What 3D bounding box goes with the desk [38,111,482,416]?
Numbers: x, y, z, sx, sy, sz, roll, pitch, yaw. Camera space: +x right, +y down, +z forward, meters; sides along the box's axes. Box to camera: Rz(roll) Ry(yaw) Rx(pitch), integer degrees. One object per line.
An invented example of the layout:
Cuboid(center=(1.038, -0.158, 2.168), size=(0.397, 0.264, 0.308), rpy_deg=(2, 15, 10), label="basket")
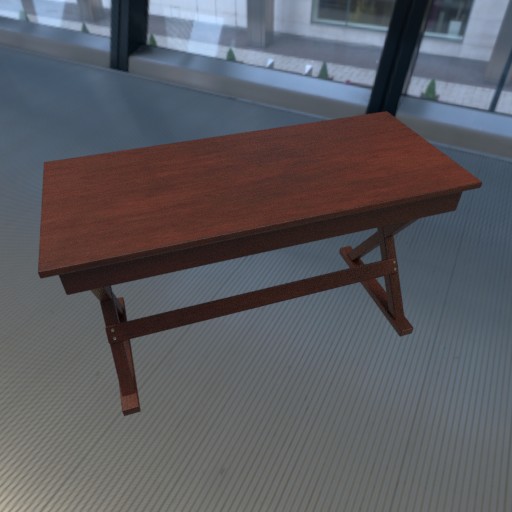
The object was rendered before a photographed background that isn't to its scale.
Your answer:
Cuboid(center=(0.000, 0.000, 1.756), size=(1.372, 0.761, 0.600), rpy_deg=(-12, 43, -14), label="desk")
